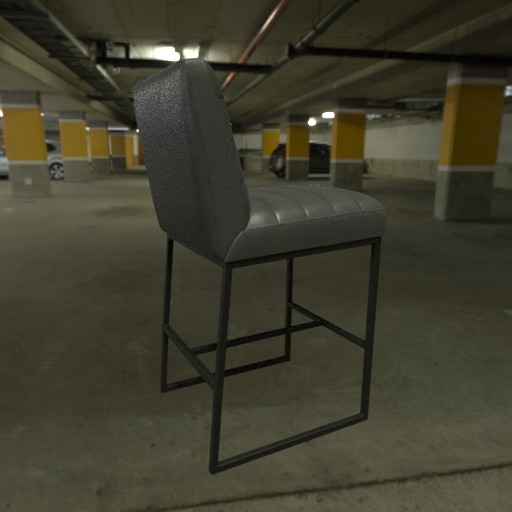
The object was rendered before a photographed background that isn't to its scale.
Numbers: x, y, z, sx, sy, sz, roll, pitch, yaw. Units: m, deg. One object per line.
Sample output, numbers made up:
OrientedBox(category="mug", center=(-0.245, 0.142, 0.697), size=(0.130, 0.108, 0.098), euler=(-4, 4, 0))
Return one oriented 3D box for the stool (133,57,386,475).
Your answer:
OrientedBox(category="stool", center=(0.000, 0.000, 1.250), size=(0.552, 0.938, 0.457), euler=(-7, 15, -27))
